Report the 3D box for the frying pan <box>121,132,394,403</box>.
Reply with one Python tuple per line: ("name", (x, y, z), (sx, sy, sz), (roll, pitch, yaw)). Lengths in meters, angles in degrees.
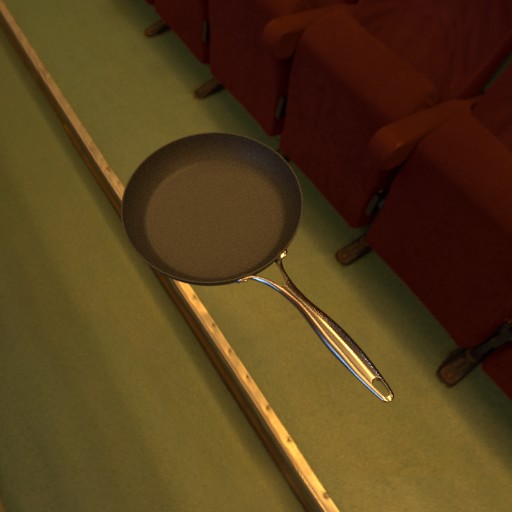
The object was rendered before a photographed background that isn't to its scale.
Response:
("frying pan", (0.000, 0.000, 0.581), (0.255, 0.105, 0.472), (-31, 67, -15))
